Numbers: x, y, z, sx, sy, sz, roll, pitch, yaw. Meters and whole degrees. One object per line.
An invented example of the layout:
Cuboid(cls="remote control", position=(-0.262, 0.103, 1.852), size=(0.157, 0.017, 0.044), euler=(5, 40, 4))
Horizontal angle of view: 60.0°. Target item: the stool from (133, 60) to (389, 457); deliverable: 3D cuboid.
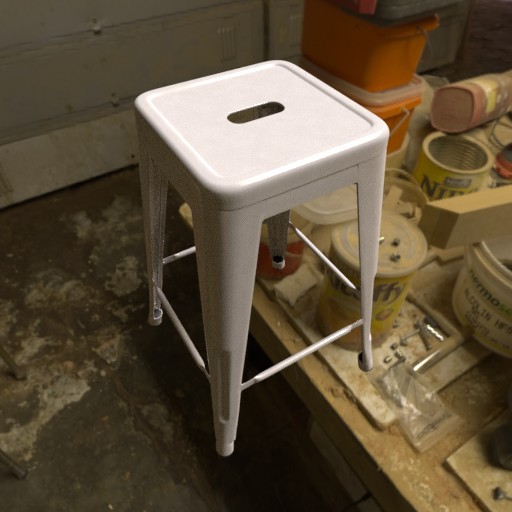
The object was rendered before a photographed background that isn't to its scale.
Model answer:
Cuboid(cls="stool", position=(0.000, 0.000, 0.864), size=(0.406, 0.610, 0.406), euler=(-23, 50, -21))
